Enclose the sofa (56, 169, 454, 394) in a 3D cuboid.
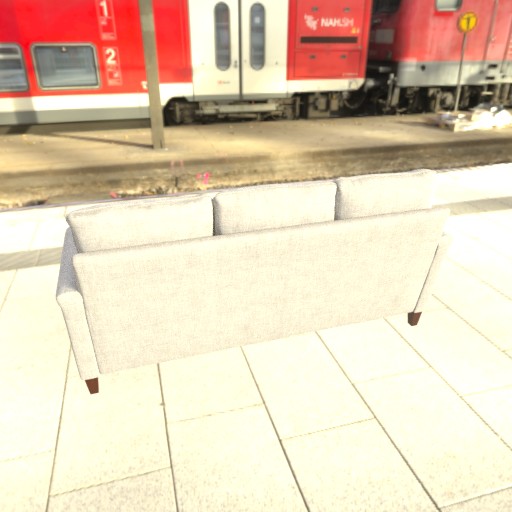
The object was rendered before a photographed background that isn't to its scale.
[{"bbox_3d":[0.000,0.000,2.407,1.925,0.959,0.828,-8,28,-16],"label":"sofa"}]
